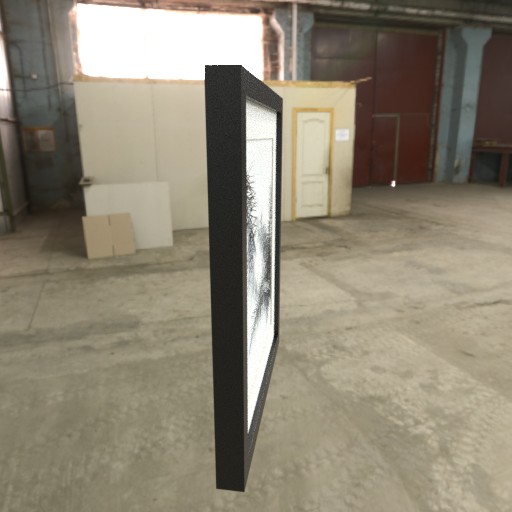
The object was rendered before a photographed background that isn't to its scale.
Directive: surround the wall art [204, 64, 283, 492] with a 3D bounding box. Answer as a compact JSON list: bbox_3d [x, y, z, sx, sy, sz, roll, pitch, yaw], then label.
[{"bbox_3d":[0.000,0.000,0.532,0.028,0.380,0.325,2,15,8],"label":"wall art"}]
